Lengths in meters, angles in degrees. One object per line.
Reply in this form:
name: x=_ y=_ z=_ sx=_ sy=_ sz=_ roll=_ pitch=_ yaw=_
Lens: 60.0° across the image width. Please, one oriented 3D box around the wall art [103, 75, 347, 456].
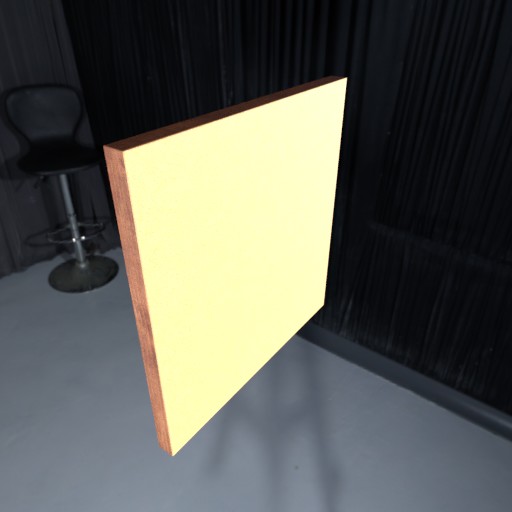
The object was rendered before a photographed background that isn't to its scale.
wall art: x=0.000 y=0.000 z=0.853 sx=0.037 sy=0.572 sz=0.554 roll=22 pitch=38 yaw=31
